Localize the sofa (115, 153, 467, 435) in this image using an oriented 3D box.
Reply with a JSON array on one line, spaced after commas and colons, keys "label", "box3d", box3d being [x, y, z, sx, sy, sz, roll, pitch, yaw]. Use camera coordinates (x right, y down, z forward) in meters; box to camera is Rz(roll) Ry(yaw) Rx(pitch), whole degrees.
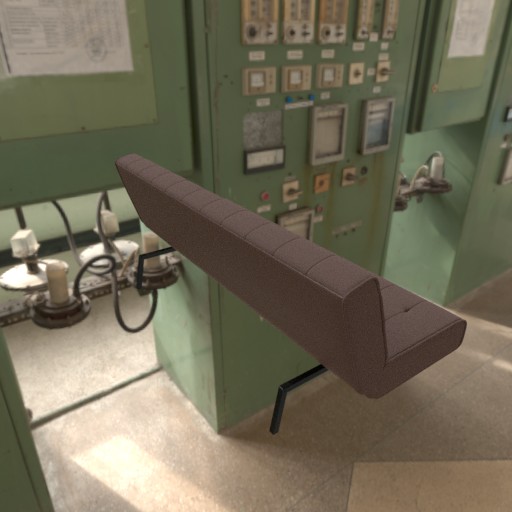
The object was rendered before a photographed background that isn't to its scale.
[{"label": "sofa", "box3d": [0.000, 0.000, 2.074, 0.747, 0.699, 1.703, -18, 32, -31]}]
